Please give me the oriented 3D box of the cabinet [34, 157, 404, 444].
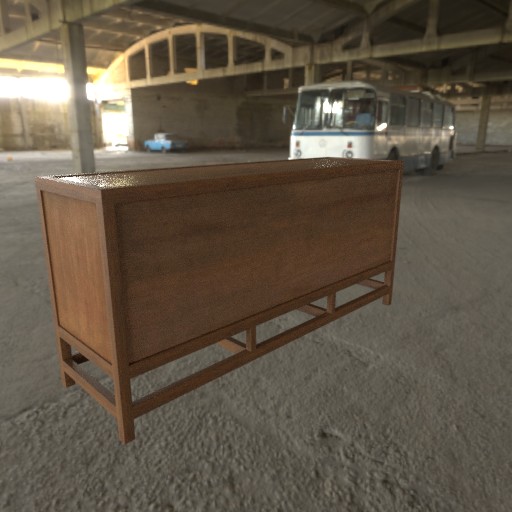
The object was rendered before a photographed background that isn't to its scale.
[{"bbox_3d":[0.000,0.000,2.074,1.708,0.820,0.522,-15,22,-43],"label":"cabinet"}]
